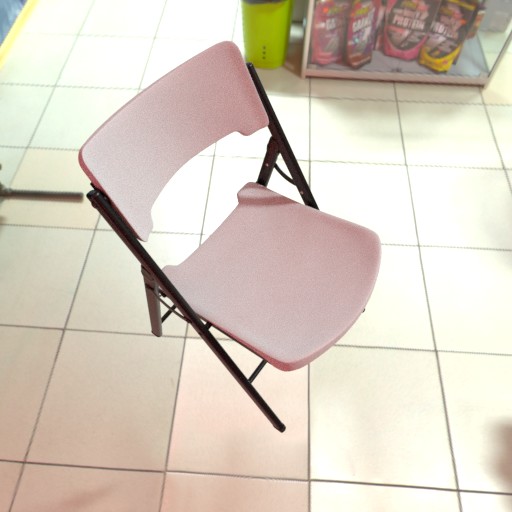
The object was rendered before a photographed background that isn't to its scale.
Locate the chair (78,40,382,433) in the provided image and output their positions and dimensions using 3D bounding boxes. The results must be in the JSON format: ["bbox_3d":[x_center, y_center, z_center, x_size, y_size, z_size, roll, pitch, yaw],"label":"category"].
[{"bbox_3d":[0.000,0.000,1.097,0.577,0.765,0.482,32,64,18],"label":"chair"}]
